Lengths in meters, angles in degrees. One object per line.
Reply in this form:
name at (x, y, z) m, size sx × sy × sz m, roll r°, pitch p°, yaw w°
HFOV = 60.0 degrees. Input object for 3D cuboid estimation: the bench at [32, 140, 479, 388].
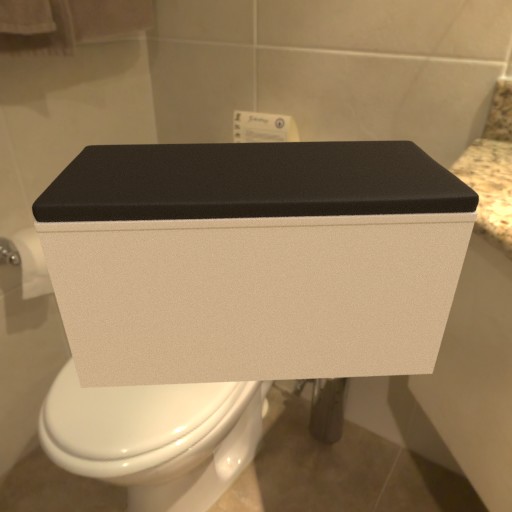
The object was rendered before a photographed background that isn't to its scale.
bench at (0.000, 0.000, 1.166) m, size 0.899 × 0.500 × 0.401 m, roll -2°, pitch 31°, yaw -3°
